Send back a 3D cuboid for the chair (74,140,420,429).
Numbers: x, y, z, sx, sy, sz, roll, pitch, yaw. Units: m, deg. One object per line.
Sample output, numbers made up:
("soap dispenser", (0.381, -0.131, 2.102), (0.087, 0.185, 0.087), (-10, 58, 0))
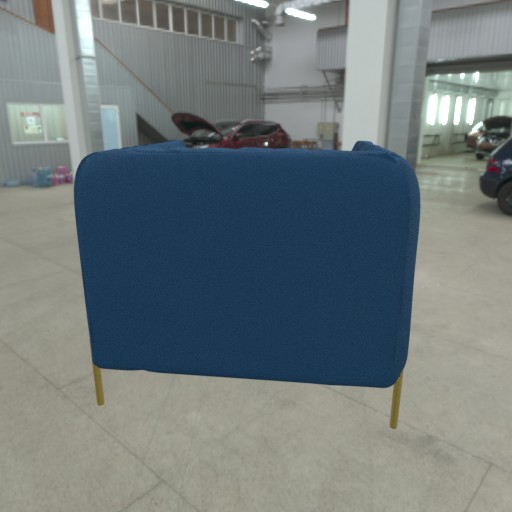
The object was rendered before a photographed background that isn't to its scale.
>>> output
("chair", (0.000, 0.000, 1.582), (0.947, 0.793, 0.877), (2, 17, 7))
